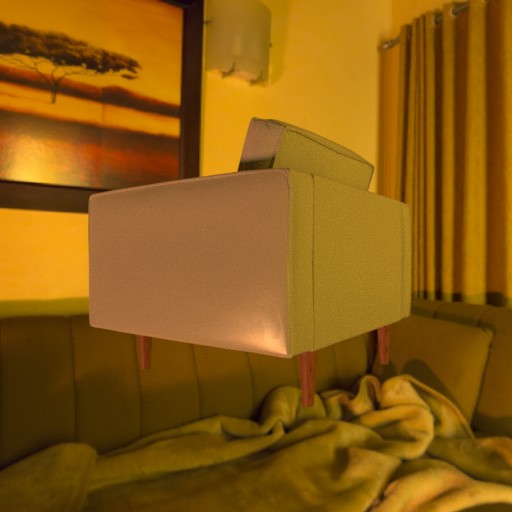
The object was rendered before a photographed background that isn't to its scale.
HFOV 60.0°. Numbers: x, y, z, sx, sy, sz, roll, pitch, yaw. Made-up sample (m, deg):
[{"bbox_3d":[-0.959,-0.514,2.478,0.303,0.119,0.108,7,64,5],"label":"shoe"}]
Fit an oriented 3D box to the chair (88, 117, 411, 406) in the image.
[{"bbox_3d":[0.000,0.000,1.592,0.843,0.773,0.928,0,0,36],"label":"chair"}]
